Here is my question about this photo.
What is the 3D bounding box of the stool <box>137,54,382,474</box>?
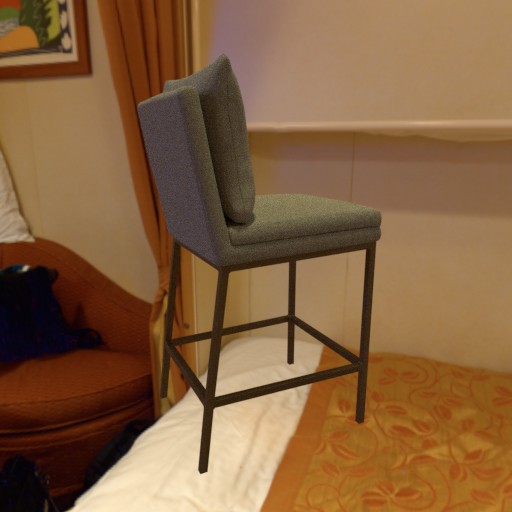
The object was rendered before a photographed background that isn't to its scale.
[{"bbox_3d":[0.000,0.000,1.337,0.569,1.031,0.463,-7,16,-25],"label":"stool"}]
